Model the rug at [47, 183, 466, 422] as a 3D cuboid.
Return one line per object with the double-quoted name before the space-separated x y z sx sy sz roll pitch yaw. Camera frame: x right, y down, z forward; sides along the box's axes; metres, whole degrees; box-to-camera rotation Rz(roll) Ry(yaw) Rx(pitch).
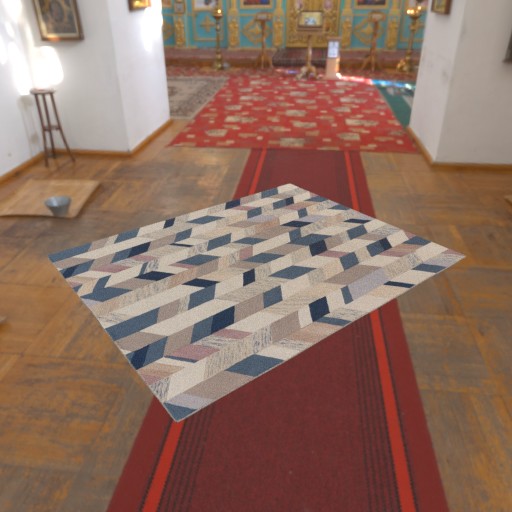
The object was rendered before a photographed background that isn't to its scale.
"rug" 0.000 0.000 4.141 3.072 0.011 2.451 -21 36 -33
